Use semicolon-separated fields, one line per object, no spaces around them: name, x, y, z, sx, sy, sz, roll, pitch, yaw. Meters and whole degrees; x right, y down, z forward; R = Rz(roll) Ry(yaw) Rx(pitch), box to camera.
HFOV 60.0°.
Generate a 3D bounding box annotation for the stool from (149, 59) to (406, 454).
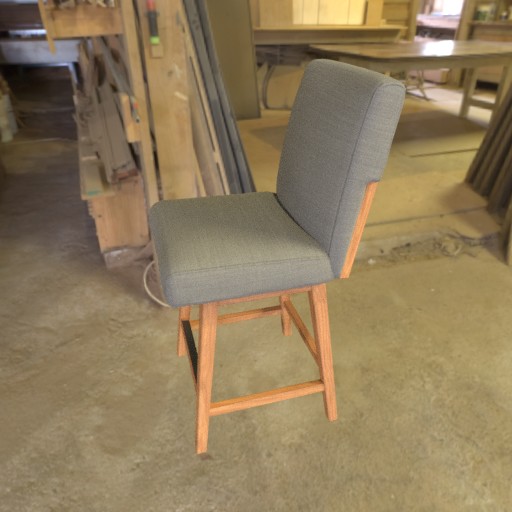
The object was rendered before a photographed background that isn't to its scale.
stool;0.000;0.000;1.300;0.570;1.019;0.459;-8;31;-14
